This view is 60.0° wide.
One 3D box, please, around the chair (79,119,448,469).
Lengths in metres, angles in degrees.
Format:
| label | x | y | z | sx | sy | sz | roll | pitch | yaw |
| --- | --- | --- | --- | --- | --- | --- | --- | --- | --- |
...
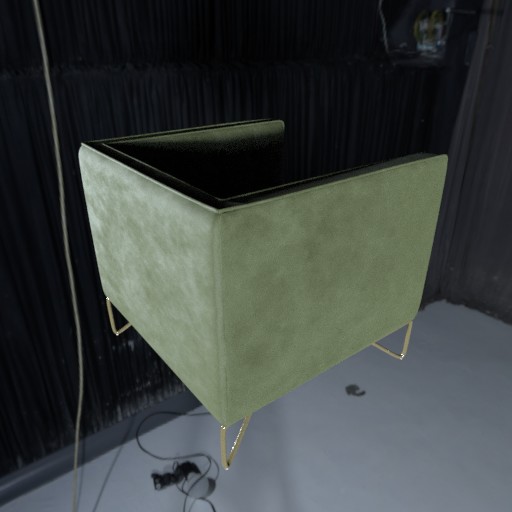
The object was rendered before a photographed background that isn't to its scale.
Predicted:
| label | x | y | z | sx | sy | sz | roll | pitch | yaw |
| --- | --- | --- | --- | --- | --- | --- | --- | --- | --- |
| chair | 0.000 | 0.000 | 1.604 | 0.894 | 0.790 | 0.880 | -19 | 32 | -33 |
